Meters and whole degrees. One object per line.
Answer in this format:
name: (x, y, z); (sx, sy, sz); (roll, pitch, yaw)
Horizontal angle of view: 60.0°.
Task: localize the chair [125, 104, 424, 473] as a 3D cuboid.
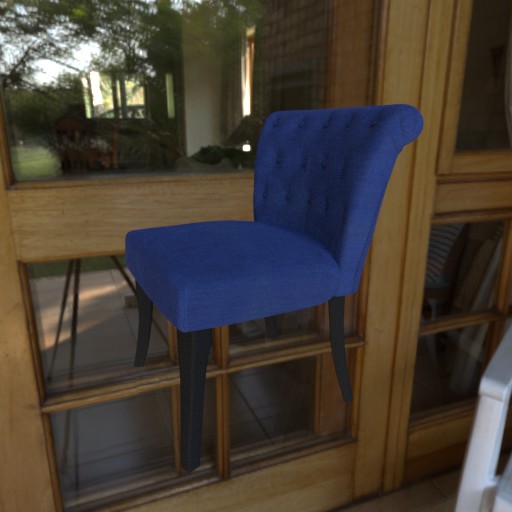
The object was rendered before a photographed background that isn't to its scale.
chair: (0.000, 0.000, 1.175); (0.606, 0.753, 0.585); (-8, 18, -26)
